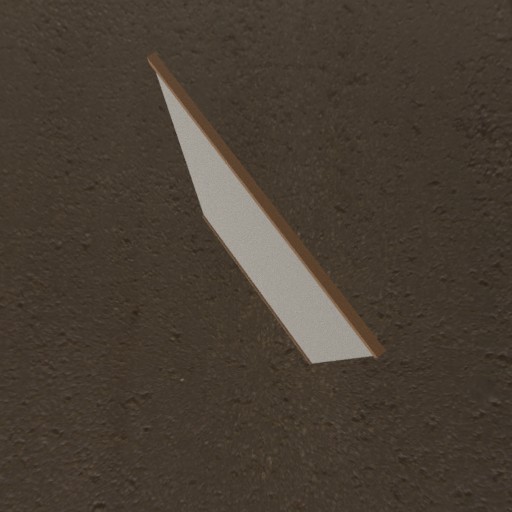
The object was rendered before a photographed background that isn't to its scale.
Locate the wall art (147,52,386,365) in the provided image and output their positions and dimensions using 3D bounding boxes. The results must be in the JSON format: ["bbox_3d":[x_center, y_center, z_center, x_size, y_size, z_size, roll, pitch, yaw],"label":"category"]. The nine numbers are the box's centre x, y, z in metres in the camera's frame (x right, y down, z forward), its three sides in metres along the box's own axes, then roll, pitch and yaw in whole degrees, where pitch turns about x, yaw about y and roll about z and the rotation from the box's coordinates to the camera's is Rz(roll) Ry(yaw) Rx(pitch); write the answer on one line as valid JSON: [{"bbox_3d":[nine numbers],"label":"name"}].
[{"bbox_3d":[0.000,0.000,0.812,0.012,0.608,0.459,-35,78,-8],"label":"wall art"}]
